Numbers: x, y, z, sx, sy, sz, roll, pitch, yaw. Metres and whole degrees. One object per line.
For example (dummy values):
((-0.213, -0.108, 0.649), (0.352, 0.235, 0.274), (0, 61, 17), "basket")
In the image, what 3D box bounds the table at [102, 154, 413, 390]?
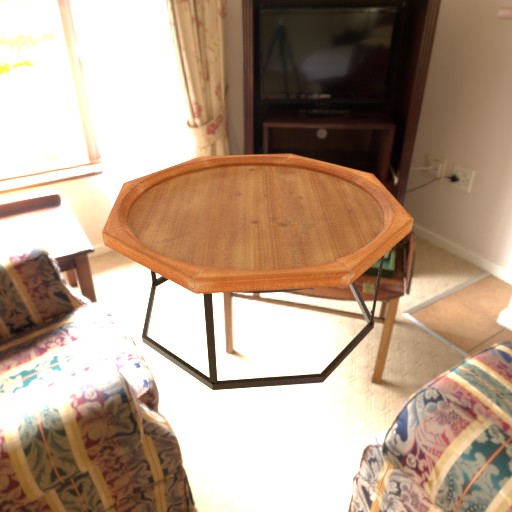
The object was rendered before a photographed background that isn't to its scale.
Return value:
((0.000, 0.000, 1.586), (1.002, 0.444, 1.002), (0, 31, 0), "table")
